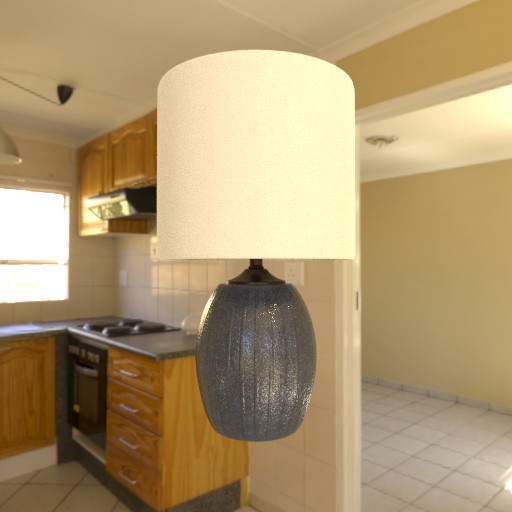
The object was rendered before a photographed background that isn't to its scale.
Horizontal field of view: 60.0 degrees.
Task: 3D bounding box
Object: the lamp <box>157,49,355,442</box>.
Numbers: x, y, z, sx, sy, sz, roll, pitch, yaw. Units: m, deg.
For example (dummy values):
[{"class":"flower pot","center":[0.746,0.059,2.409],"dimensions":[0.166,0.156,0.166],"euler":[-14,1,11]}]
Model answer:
[{"class":"lamp","center":[0.000,0.000,0.752],"dimensions":[0.329,0.570,0.329],"euler":[-1,-1,38]}]
